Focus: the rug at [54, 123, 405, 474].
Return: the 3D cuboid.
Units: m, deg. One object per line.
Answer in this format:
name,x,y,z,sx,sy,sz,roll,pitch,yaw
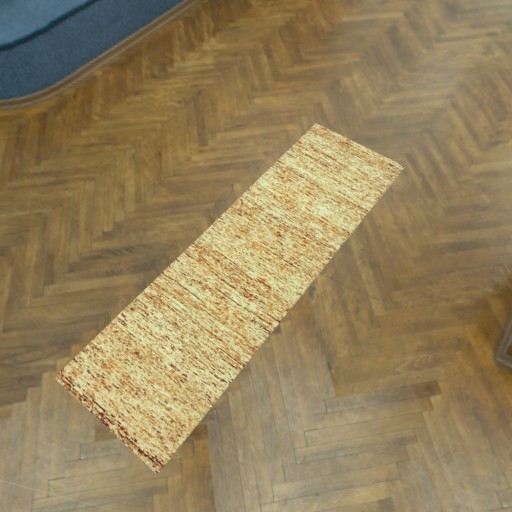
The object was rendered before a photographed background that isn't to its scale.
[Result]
rug,0.000,0.000,2.449,0.680,0.014,2.237,33,62,20
